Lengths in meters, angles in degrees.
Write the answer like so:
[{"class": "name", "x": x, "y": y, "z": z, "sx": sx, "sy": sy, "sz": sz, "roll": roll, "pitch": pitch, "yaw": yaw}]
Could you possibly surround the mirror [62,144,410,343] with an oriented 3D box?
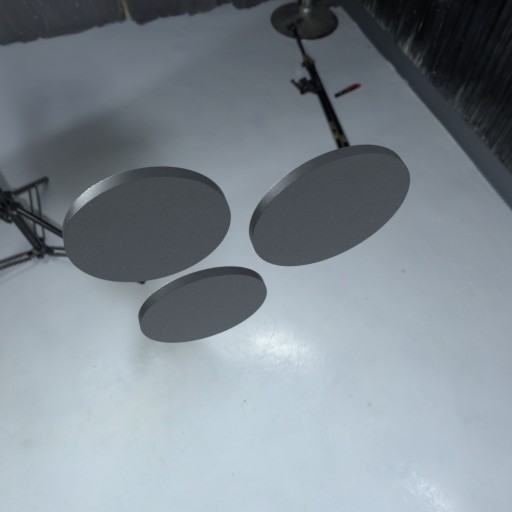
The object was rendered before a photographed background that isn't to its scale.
[{"class": "mirror", "x": 0.000, "y": 0.000, "z": 3.100, "sx": 2.160, "sy": 2.096, "sz": 0.076, "roll": -16, "pitch": 59, "yaw": -10}]
